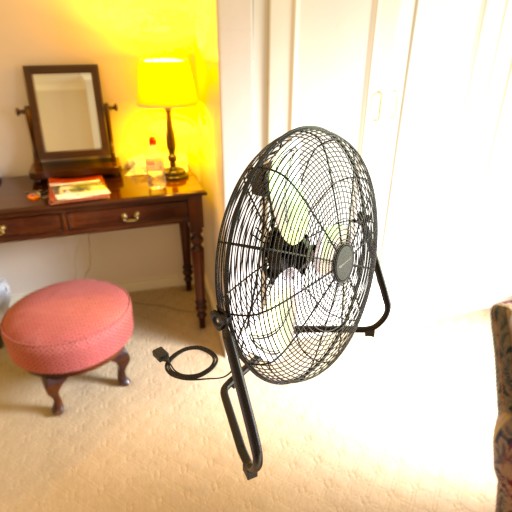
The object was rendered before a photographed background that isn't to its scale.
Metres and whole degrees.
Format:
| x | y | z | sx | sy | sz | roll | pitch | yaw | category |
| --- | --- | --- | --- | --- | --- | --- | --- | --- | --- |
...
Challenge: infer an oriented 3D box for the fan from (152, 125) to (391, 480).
| x | y | z | sx | sy | sz | roll | pitch | yaw | category |
| --- | --- | --- | --- | --- | --- | --- | --- | --- | --- |
| 0.000 | 0.000 | 0.925 | 0.424 | 0.546 | 0.555 | 19 | 32 | 32 | fan |
